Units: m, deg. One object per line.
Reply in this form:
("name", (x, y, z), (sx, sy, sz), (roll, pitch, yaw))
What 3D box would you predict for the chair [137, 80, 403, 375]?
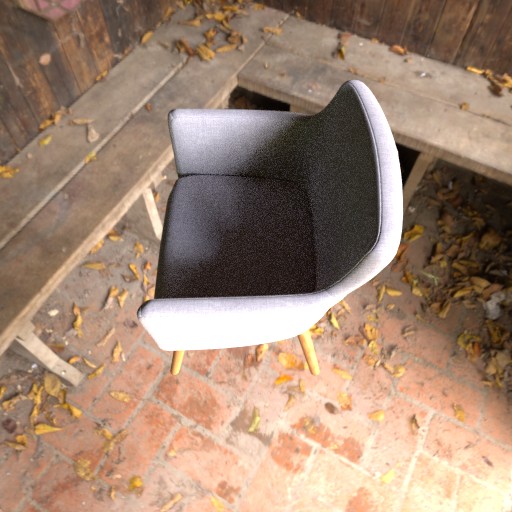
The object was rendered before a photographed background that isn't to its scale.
("chair", (0.000, 0.000, 1.165), (0.540, 0.780, 0.570), (0, 58, 0))
